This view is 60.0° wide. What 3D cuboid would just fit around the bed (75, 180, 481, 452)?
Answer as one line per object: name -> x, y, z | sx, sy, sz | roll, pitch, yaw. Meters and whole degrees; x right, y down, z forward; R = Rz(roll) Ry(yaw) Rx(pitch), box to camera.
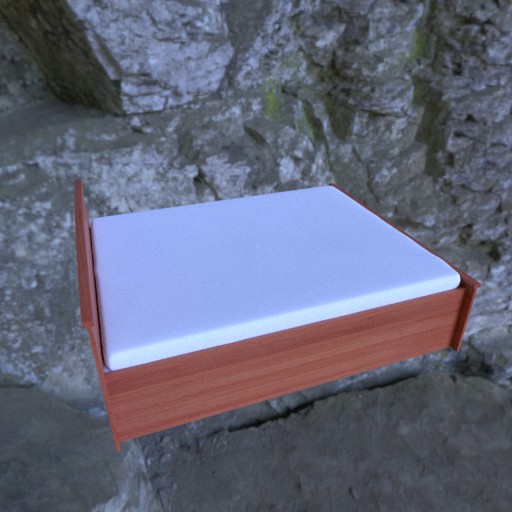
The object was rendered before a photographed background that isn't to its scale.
bed -> 0.000, 0.000, 2.878 | 2.053, 0.848, 1.683 | -10, 31, -17
